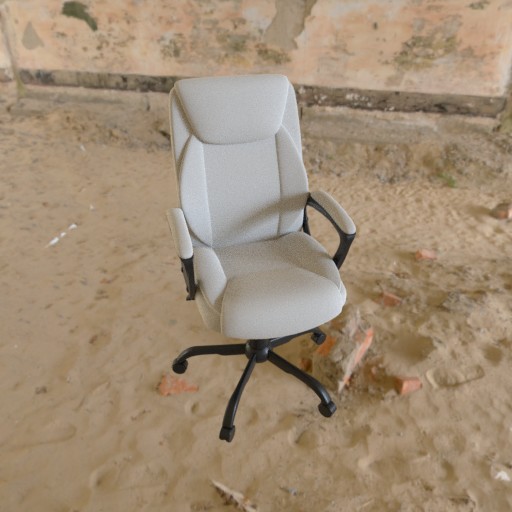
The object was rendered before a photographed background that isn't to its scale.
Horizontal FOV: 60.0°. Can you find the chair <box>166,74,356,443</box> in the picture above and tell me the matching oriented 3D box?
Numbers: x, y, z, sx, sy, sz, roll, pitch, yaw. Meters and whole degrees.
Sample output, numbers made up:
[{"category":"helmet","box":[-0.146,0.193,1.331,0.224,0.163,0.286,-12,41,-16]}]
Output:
[{"category":"chair","box":[0.000,0.000,1.513,0.663,1.065,0.669,-9,34,-13]}]
